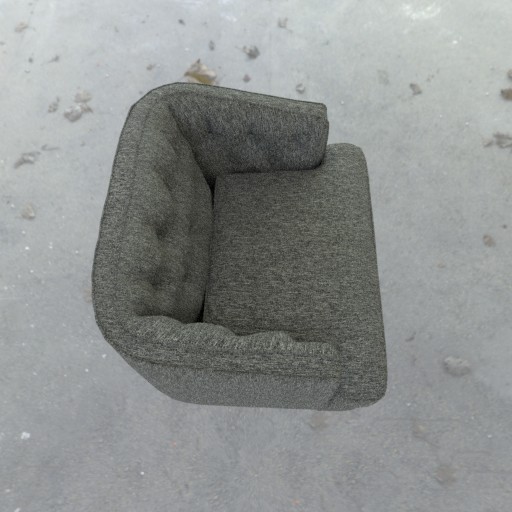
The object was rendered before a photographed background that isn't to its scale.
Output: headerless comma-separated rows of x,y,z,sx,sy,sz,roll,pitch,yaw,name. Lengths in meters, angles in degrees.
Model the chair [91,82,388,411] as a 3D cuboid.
0.000,0.000,1.741,0.941,0.852,1.104,2,64,1,chair
